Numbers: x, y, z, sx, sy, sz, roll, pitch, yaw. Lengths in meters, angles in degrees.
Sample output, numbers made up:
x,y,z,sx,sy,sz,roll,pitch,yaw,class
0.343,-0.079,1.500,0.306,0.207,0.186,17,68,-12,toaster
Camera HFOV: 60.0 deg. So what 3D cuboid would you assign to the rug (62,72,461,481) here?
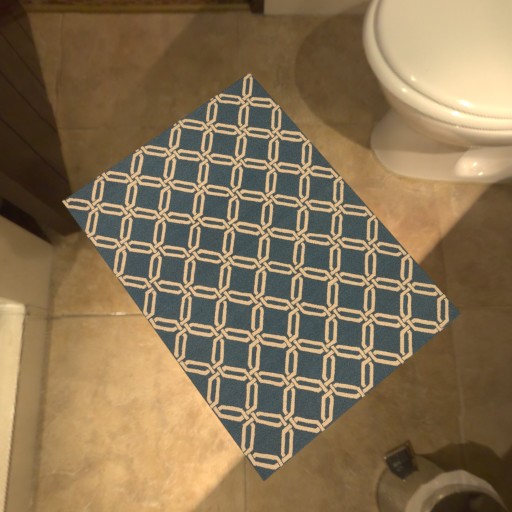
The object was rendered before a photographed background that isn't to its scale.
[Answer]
x,y,z,sx,sy,sz,roll,pitch,yaw,class
0.000,0.000,4.412,2.432,0.018,3.342,-37,80,-8,rug
